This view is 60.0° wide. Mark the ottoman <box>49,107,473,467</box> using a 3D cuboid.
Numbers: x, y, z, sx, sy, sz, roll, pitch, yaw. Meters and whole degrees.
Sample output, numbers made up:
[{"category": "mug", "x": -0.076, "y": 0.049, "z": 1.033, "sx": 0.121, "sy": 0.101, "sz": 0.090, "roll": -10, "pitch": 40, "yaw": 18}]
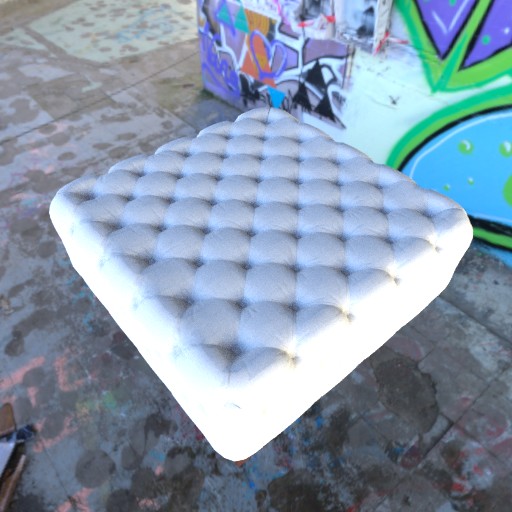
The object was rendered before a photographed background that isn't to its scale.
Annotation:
[{"category": "ottoman", "x": 0.000, "y": 0.000, "z": 1.156, "sx": 0.755, "sy": 0.376, "sz": 0.753, "roll": -31, "pitch": 52, "yaw": -27}]
